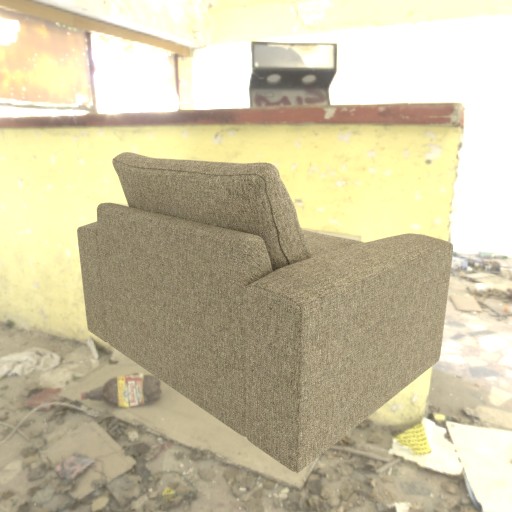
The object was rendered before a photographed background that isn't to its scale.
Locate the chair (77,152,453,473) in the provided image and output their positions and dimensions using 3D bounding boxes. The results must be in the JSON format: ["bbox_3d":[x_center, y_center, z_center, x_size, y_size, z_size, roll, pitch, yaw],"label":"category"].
[{"bbox_3d":[0.000,0.000,2.007,1.039,0.915,1.398,-15,21,-43],"label":"chair"}]
